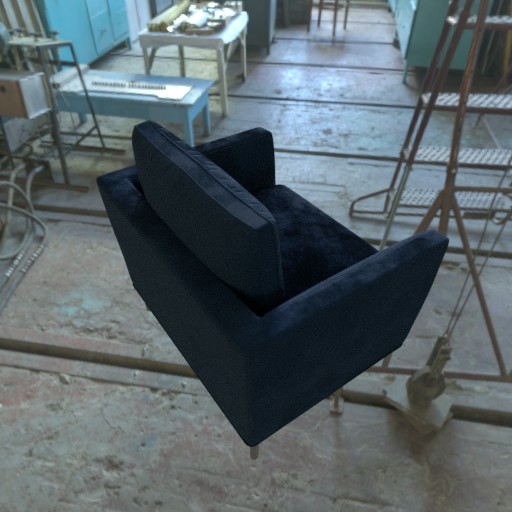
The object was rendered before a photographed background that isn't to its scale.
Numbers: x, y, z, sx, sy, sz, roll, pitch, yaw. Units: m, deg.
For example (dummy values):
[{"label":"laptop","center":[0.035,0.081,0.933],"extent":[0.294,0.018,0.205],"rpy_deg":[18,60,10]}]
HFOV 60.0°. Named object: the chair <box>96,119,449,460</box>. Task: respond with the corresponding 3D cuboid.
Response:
[{"label":"chair","center":[0.000,0.000,1.592],"extent":[0.746,0.893,0.977],"rpy_deg":[-25,46,-26]}]
